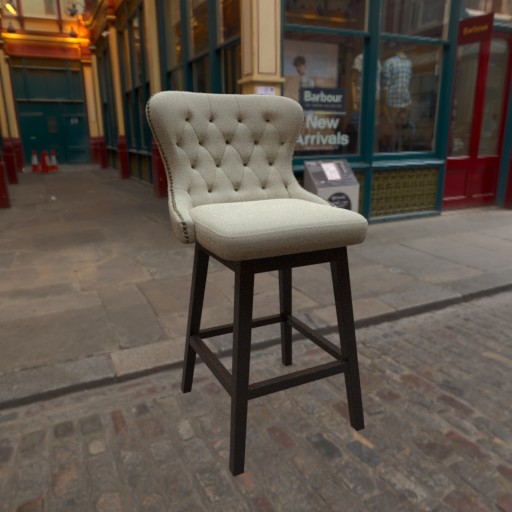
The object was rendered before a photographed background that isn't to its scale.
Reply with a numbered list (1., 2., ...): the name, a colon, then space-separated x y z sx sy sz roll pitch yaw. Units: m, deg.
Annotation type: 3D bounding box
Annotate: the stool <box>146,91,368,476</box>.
1. stool: 0.000 0.000 1.348 0.528 0.971 0.593 -8 18 -26
